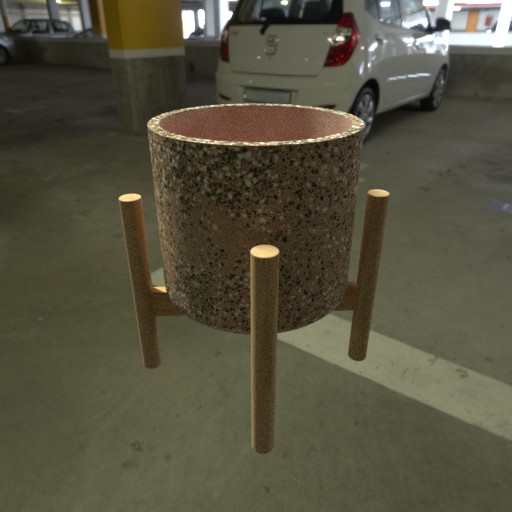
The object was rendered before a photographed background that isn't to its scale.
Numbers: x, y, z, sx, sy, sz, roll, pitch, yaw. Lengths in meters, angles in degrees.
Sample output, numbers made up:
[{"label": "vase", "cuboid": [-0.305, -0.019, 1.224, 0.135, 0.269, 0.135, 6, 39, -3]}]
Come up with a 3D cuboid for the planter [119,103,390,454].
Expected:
[{"label": "planter", "cuboid": [0.000, 0.000, 0.537, 0.284, 0.320, 0.284, 9, 29, 17]}]
